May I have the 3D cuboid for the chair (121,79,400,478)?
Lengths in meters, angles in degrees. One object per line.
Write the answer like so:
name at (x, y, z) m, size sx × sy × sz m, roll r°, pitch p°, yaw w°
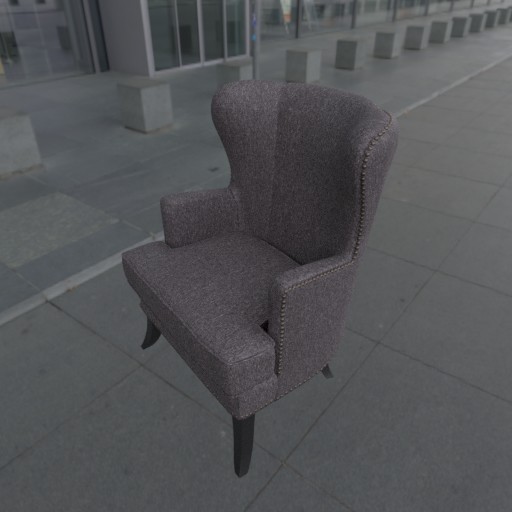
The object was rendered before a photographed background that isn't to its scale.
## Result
chair at (0.000, 0.000, 1.588) m, size 0.758 × 1.060 × 0.759 m, roll -22°, pitch 38°, yaw -30°
